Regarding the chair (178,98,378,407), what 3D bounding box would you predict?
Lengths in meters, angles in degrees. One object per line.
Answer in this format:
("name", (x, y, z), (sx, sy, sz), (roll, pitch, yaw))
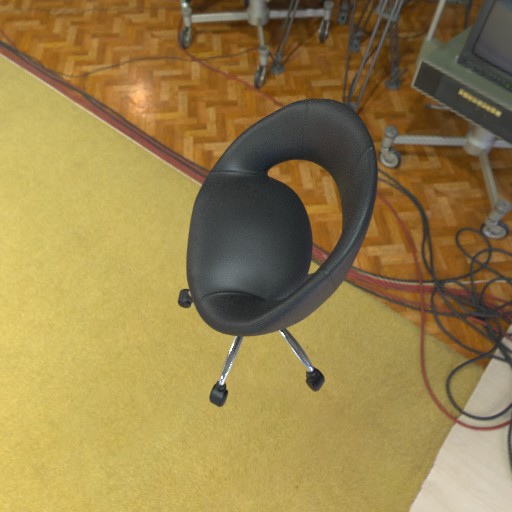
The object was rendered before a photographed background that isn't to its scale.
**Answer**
("chair", (0.000, 0.000, 1.181), (0.538, 0.791, 0.612), (0, 58, 0))
